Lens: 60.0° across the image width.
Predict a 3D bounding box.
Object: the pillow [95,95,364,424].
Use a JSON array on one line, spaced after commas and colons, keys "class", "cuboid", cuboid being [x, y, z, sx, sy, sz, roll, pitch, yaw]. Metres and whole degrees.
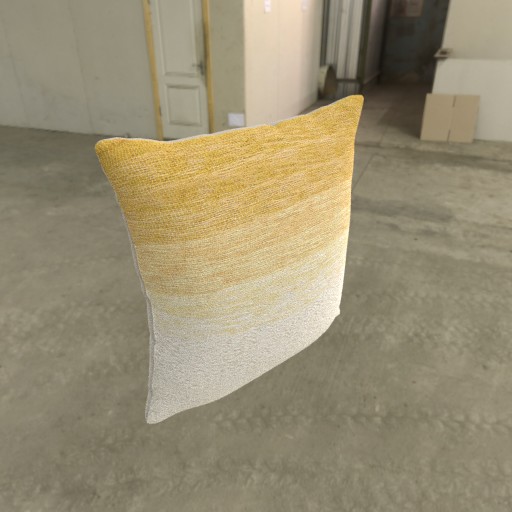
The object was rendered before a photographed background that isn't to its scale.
[{"class": "pillow", "cuboid": [0.000, 0.000, 0.711, 0.450, 0.450, 0.211, -22, 37, -33]}]
